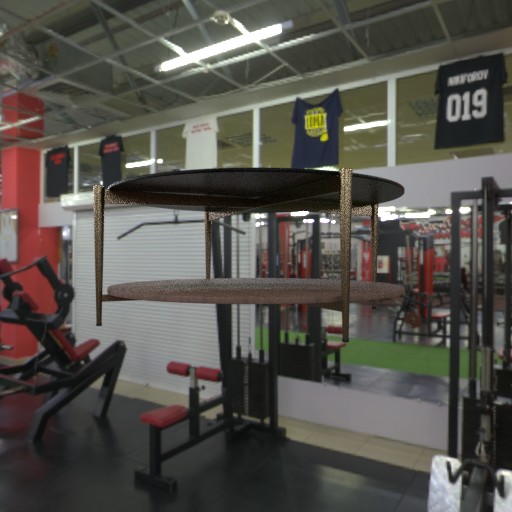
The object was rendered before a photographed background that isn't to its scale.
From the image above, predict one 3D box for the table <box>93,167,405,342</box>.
[{"bbox_3d":[0.000,0.000,1.475,0.938,0.400,0.938,0,0,35],"label":"table"}]
